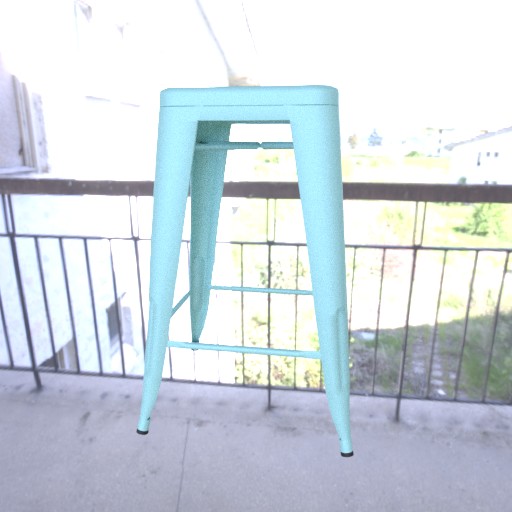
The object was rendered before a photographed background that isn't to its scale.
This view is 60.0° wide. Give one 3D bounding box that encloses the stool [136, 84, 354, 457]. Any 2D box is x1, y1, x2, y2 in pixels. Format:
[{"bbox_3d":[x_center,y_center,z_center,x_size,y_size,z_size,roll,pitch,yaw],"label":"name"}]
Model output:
[{"bbox_3d":[0.000,0.000,0.878,0.399,0.609,0.359,2,16,9],"label":"stool"}]
